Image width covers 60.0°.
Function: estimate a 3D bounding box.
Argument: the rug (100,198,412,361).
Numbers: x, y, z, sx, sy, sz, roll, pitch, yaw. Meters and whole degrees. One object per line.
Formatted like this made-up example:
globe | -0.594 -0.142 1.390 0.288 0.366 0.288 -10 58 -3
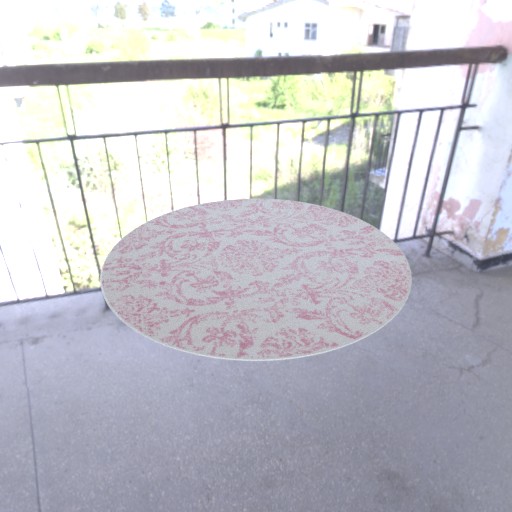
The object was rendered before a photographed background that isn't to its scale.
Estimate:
rug | 0.000 0.000 2.369 1.593 0.012 1.593 0 30 0
